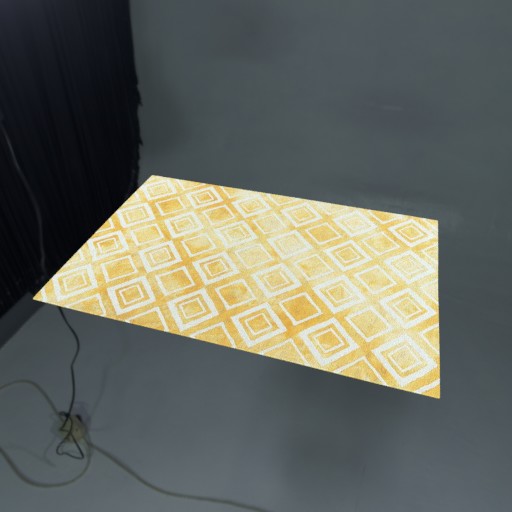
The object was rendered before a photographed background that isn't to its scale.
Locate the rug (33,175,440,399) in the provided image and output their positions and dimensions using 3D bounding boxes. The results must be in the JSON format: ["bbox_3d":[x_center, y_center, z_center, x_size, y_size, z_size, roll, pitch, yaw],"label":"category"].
[{"bbox_3d":[0.000,0.000,2.321,1.829,0.010,1.213,11,41,13],"label":"rug"}]
